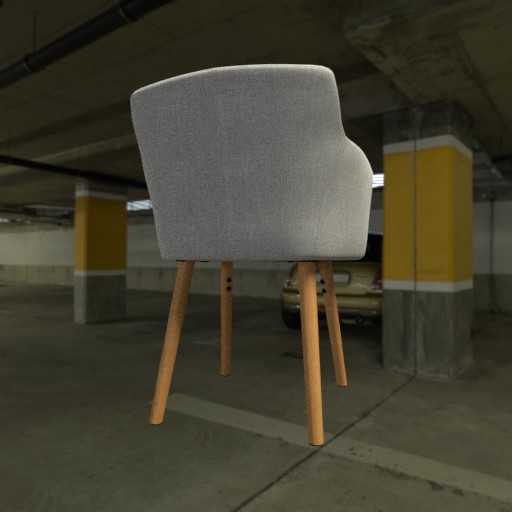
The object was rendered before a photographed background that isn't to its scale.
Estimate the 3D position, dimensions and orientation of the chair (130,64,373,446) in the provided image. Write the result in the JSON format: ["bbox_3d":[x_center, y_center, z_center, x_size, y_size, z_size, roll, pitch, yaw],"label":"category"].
[{"bbox_3d":[0.000,0.000,1.155,0.570,0.780,0.540,0,0,18],"label":"chair"}]
